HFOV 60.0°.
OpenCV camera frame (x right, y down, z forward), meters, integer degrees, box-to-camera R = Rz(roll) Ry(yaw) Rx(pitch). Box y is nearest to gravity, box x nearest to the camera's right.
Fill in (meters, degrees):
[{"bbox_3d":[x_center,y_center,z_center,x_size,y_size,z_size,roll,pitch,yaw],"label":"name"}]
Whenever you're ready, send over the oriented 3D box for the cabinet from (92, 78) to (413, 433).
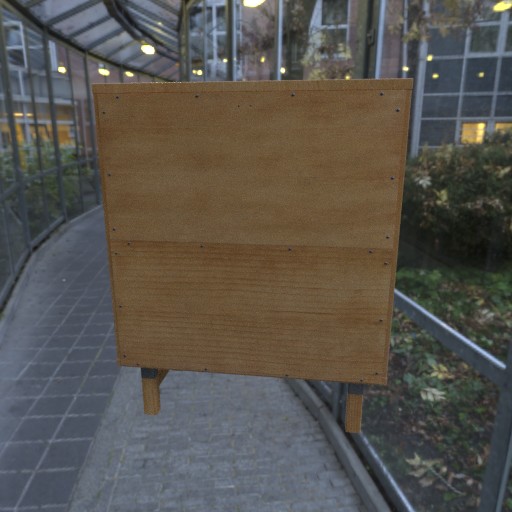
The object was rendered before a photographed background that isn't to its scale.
[{"bbox_3d":[0.000,0.000,1.416,0.800,1.001,0.419,2,15,8],"label":"cabinet"}]
